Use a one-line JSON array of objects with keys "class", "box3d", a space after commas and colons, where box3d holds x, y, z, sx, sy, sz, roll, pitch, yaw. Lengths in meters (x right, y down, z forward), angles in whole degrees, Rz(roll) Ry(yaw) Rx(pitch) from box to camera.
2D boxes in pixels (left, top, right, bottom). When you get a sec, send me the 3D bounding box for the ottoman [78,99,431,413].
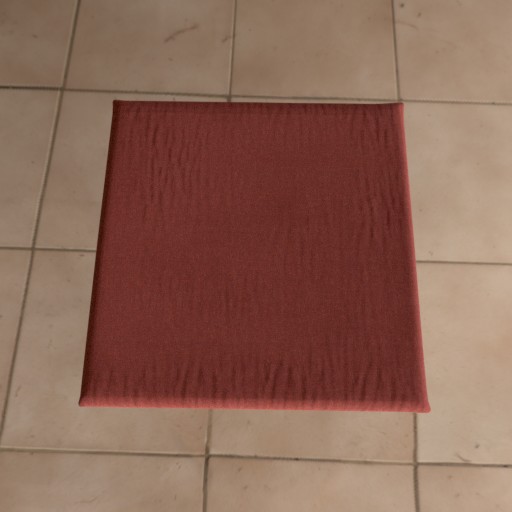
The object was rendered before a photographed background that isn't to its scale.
[{"class": "ottoman", "box3d": [0.000, 0.000, 1.377, 0.889, 0.411, 0.890, 1, 75, 0]}]
